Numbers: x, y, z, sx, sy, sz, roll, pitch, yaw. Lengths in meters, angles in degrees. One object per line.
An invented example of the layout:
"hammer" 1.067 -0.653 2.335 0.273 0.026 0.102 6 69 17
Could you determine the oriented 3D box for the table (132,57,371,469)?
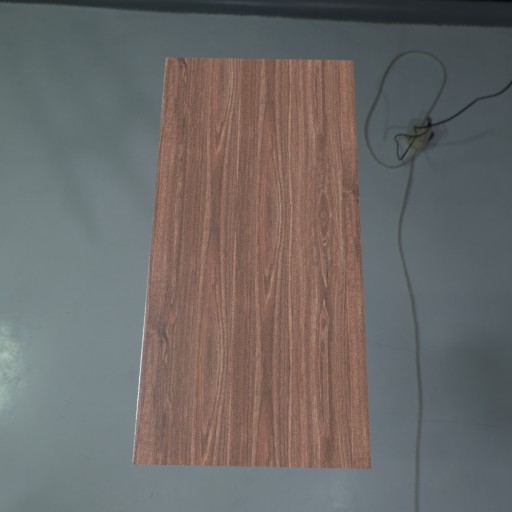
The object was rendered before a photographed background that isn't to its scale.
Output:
"table" 0.000 0.000 1.460 0.600 0.400 1.200 1 75 0
